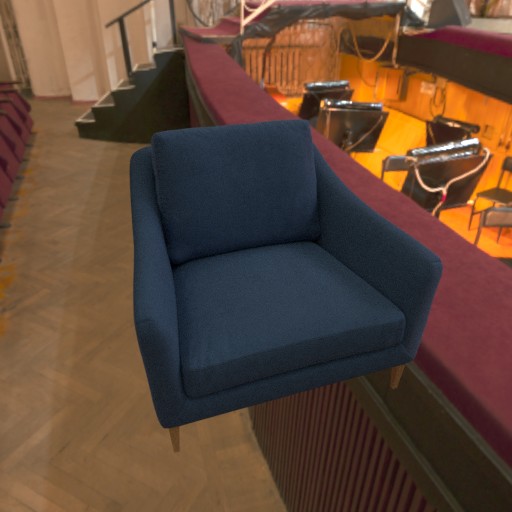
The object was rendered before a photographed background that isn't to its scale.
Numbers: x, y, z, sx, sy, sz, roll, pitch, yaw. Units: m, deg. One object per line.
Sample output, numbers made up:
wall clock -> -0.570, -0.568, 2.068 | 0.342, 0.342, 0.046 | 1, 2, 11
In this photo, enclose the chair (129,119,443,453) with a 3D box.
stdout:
chair -> 0.000, 0.000, 1.742 | 0.987, 0.899, 0.961 | -10, 32, -16
